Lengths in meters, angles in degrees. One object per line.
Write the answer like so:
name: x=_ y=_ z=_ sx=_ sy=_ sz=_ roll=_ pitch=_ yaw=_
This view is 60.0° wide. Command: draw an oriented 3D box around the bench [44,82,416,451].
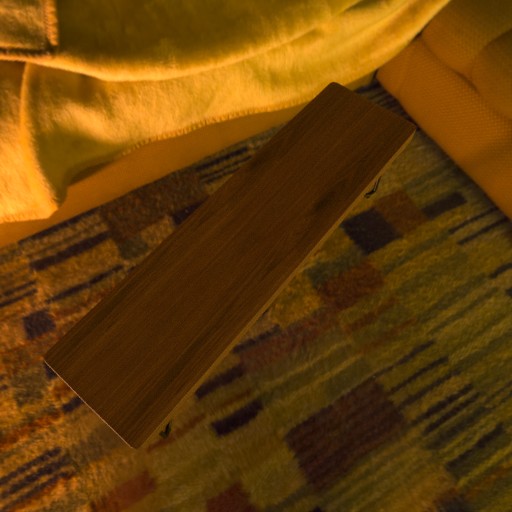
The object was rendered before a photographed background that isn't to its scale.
bench: x=0.000 y=0.000 z=1.780 sx=0.425 sy=0.462 sz=1.570 roll=36 pitch=68 yaw=17
